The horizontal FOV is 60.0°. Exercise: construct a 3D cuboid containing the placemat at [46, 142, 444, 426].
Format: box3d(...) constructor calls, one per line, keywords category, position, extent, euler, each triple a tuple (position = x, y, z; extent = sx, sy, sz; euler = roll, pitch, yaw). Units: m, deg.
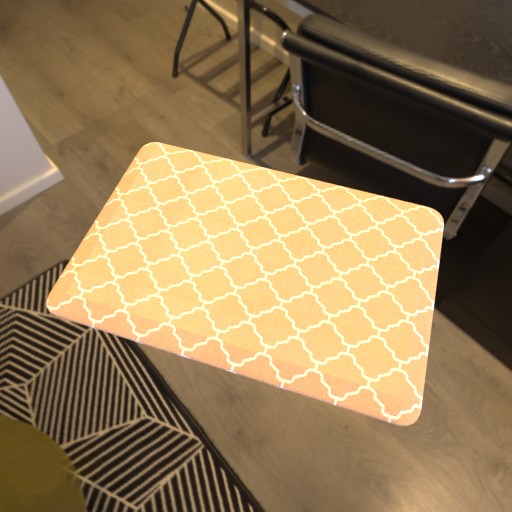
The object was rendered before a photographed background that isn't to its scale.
box3d(category="placemat", position=(0.000, 0.000, 0.959), extent=(0.762, 0.021, 0.508), euler=(15, 60, 9))
